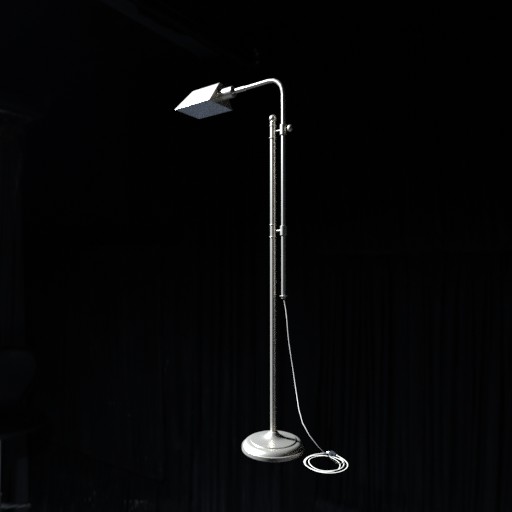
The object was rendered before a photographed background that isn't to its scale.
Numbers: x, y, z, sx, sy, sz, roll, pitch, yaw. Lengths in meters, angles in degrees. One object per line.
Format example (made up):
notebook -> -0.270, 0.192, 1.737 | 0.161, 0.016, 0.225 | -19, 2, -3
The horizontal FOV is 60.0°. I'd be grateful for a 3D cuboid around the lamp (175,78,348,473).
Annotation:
lamp -> 0.000, 0.000, 1.875 | 0.813, 1.571, 0.256 | -1, -2, 36
